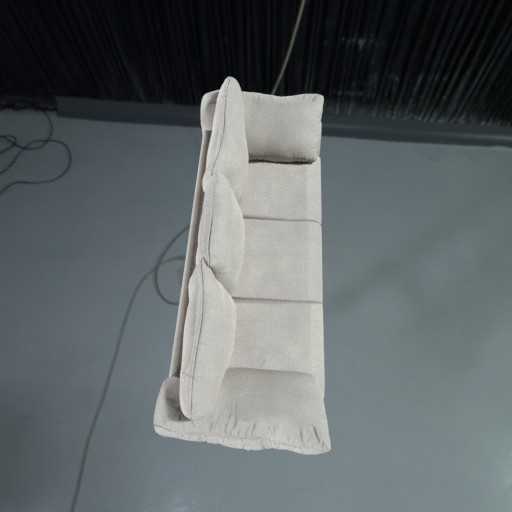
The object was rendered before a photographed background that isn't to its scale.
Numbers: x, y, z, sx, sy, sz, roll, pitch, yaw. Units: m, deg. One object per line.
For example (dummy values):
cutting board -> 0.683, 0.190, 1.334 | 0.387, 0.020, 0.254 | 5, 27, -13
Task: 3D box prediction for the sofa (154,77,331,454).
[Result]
sofa -> 0.000, 0.000, 2.857 | 0.878, 0.996, 2.334 | 3, 63, 1
